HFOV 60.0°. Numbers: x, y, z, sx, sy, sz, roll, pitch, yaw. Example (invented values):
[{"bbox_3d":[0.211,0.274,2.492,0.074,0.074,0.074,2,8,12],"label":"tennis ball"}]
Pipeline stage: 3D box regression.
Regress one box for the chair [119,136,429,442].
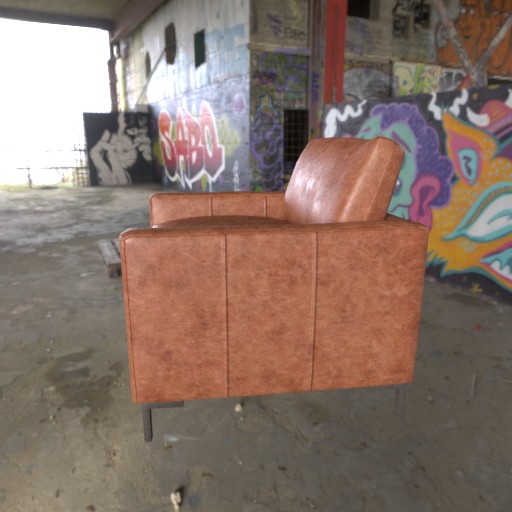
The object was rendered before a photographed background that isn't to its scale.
[{"bbox_3d":[0.000,0.000,1.670,0.862,0.869,0.967,-2,15,-8],"label":"chair"}]
